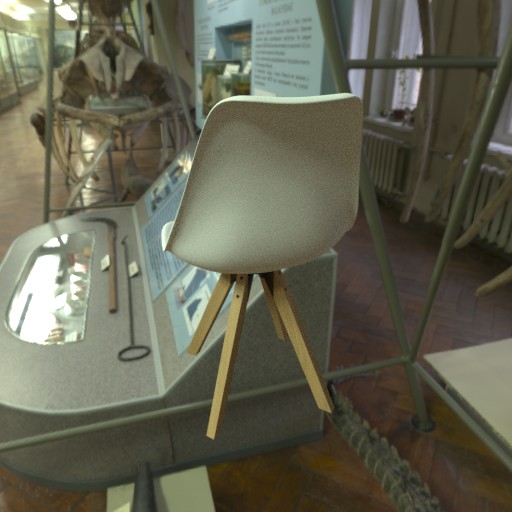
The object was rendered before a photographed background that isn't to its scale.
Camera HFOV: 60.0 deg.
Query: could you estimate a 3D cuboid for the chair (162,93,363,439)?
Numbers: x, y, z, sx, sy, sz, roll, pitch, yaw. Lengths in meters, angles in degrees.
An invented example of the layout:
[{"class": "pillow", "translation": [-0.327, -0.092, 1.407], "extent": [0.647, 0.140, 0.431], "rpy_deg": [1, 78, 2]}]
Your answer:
[{"class": "chair", "translation": [0.000, 0.000, 1.184], "extent": [0.485, 0.849, 0.550], "rpy_deg": [-7, 25, -15]}]
